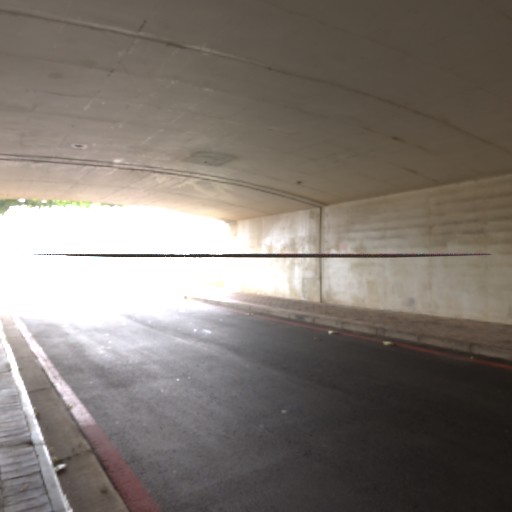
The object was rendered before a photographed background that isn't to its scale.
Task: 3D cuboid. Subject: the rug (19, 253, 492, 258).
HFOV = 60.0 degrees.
[{"bbox_3d":[0.000,0.000,3.705,2.896,0.013,2.007,0,-1,0],"label":"rug"}]
